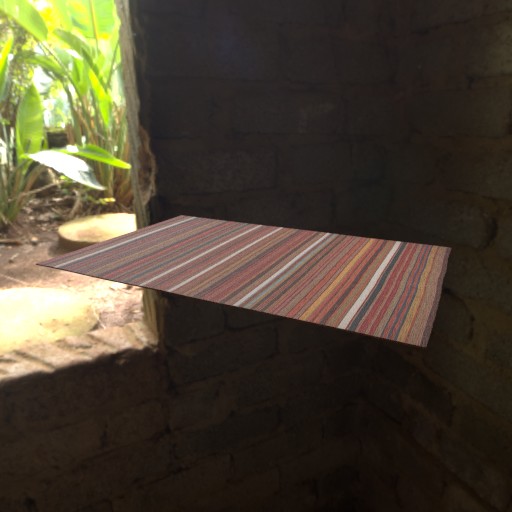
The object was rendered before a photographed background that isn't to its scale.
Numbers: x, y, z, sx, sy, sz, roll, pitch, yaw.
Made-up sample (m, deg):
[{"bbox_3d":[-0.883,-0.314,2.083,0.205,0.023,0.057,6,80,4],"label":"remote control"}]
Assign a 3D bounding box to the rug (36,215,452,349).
[{"bbox_3d":[0.000,0.000,2.316,1.828,0.007,1.217,9,20,25],"label":"rug"}]
